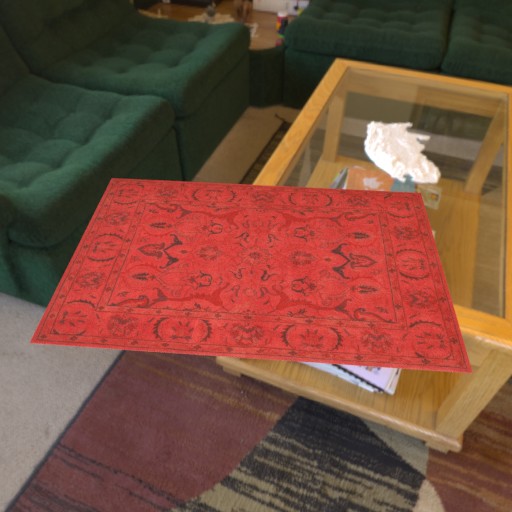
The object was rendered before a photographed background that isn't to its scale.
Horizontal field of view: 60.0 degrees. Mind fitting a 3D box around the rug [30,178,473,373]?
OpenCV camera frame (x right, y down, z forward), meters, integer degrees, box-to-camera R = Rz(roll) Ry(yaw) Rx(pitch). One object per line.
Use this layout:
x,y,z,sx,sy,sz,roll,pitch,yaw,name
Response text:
0.000,0.000,2.941,2.423,0.010,1.534,3,46,3,rug
